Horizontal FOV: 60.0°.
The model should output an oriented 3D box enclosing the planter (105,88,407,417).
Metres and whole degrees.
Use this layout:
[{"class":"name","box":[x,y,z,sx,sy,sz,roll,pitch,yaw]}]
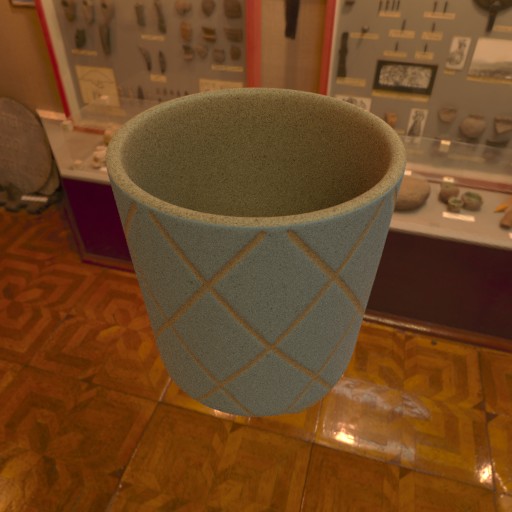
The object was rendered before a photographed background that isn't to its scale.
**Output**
[{"class":"planter","box":[0.000,0.000,0.352,0.191,0.200,0.191,0,40,0]}]
